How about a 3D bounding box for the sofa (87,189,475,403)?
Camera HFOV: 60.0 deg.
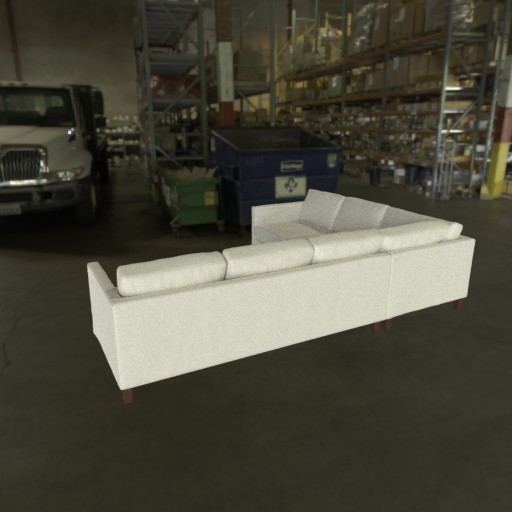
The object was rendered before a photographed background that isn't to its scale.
[{"bbox_3d":[0.000,0.000,4.317,3.182,0.863,2.432,-9,19,-27],"label":"sofa"}]
